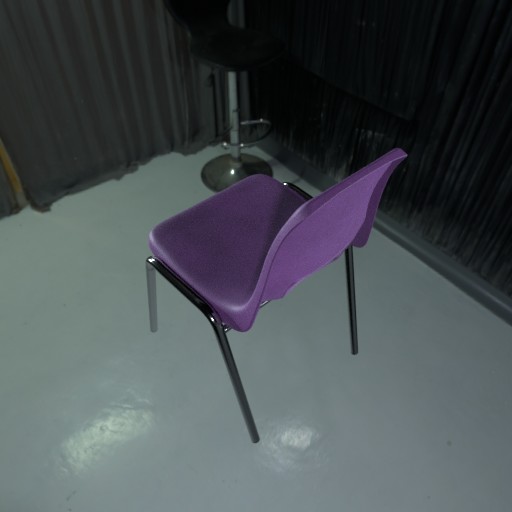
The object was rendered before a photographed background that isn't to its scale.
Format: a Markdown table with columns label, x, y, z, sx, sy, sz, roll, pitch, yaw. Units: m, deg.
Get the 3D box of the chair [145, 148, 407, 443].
| label | x | y | z | sx | sy | sz | roll | pitch | yaw |
| --- | --- | --- | --- | --- | --- | --- | --- | --- | --- |
| chair | 0.000 | 0.000 | 0.921 | 0.381 | 0.654 | 0.432 | -32 | 55 | -27 |
